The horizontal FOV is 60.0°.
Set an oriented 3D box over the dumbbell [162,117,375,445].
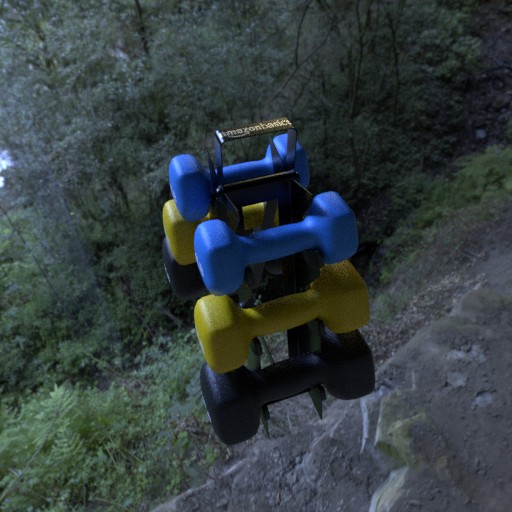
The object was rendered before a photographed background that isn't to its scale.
[{"bbox_3d":[0.000,0.000,0.664,0.255,0.426,0.409,-15,48,-13],"label":"dumbbell"}]
